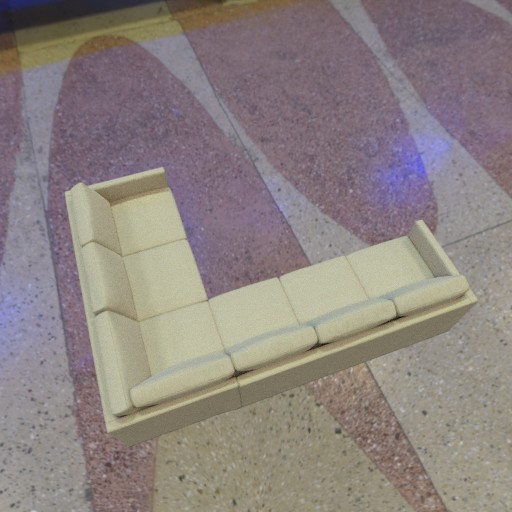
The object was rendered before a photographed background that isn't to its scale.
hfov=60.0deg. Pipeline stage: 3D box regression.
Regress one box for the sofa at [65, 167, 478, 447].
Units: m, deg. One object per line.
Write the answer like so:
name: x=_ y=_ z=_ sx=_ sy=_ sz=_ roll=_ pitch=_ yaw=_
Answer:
sofa: x=0.000 y=0.000 z=4.296 sx=3.182 sy=0.871 sz=2.432 roll=-17 pitch=60 yaw=-10
